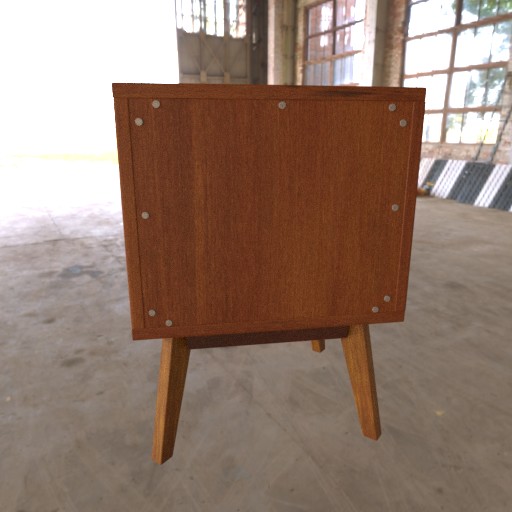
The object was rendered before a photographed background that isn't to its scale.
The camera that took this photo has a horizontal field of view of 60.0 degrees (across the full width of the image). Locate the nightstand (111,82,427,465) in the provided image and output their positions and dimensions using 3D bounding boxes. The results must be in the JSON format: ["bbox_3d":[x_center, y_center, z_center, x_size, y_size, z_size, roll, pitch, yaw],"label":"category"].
[{"bbox_3d":[0.000,0.000,0.906,0.460,0.618,0.411,-2,16,-9],"label":"nightstand"}]
